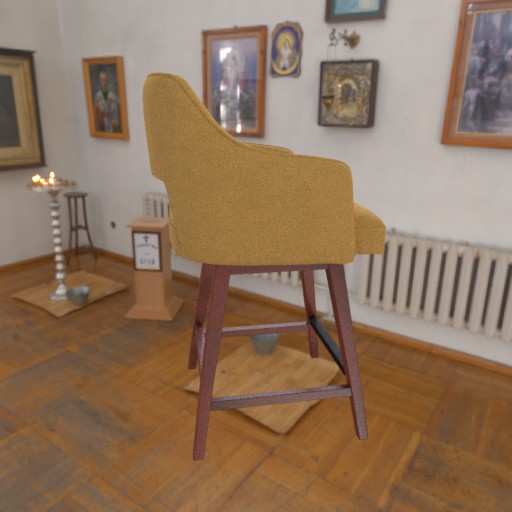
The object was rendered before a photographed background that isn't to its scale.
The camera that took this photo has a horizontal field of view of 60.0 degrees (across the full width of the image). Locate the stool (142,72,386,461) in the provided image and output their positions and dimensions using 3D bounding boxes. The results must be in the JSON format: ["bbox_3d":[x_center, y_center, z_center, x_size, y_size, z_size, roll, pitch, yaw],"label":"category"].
[{"bbox_3d":[0.000,0.000,1.238,0.558,0.924,0.548,-3,17,-10],"label":"stool"}]
